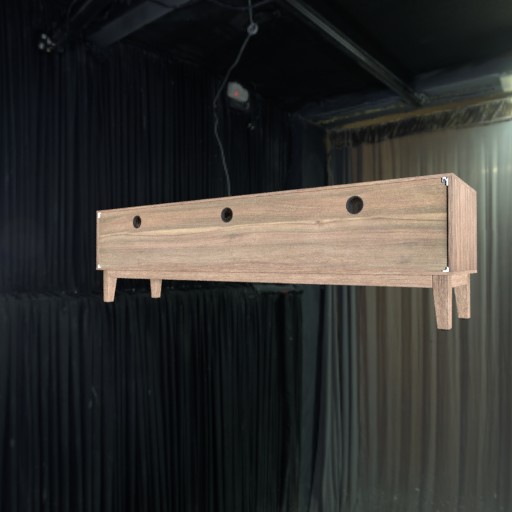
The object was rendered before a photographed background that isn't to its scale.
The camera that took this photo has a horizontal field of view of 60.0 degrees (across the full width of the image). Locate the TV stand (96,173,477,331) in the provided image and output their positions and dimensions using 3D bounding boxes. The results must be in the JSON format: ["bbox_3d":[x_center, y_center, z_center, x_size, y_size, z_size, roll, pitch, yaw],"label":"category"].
[{"bbox_3d":[0.000,0.000,1.703,1.482,0.409,0.366,-1,-1,35],"label":"TV stand"}]
